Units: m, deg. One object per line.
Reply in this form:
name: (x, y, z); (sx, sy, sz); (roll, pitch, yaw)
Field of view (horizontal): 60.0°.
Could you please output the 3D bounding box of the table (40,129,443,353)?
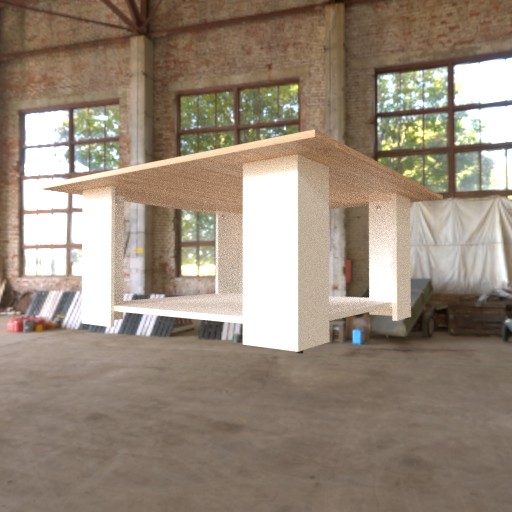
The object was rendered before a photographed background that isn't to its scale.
table: (0.000, 0.000, 1.030); (0.670, 0.305, 0.670); (-1, -1, 36)
